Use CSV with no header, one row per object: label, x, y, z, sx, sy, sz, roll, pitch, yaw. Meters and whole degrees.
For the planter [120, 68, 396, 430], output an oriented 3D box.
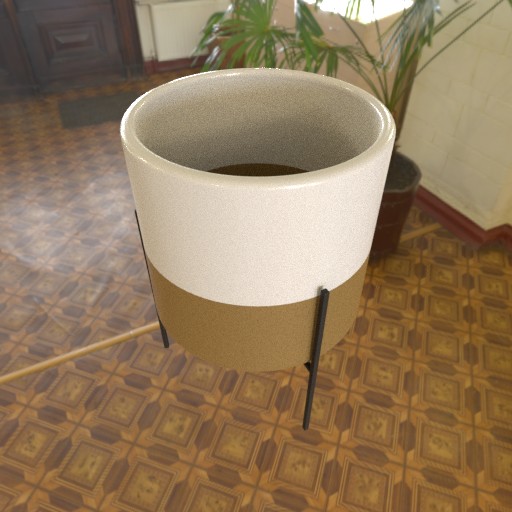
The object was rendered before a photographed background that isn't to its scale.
planter,0.000,0.000,0.636,0.310,0.432,0.310,12,43,14
